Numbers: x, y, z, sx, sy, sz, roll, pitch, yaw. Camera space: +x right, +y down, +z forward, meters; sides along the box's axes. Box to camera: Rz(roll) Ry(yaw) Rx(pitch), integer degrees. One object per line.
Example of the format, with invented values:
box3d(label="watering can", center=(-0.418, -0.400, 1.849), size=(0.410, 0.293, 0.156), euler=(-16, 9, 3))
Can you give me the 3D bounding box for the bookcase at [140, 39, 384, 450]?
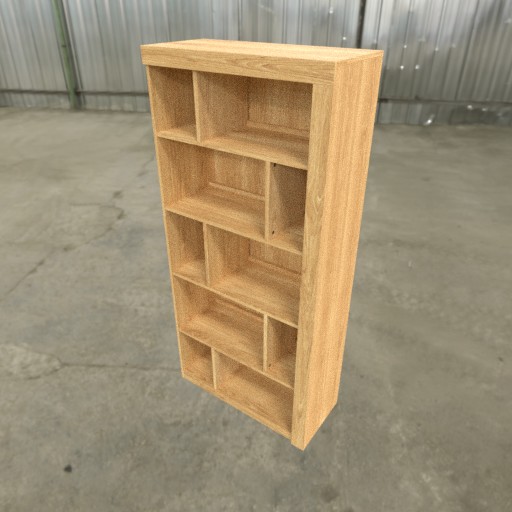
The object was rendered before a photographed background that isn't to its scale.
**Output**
box3d(label="bookcase", center=(0.000, 0.000, 2.365), size=(0.950, 2.020, 0.420), euler=(20, 36, 30))
